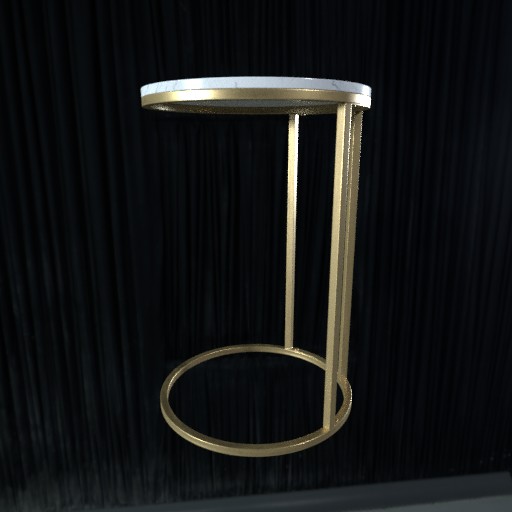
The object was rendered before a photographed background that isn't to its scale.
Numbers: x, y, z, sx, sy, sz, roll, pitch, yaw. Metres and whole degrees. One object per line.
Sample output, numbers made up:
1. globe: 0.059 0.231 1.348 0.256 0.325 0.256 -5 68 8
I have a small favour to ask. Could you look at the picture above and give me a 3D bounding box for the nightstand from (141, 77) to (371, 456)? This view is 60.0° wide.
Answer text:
1. nightstand: 0.000 0.000 0.873 0.400 0.610 0.400 -2 15 -9
